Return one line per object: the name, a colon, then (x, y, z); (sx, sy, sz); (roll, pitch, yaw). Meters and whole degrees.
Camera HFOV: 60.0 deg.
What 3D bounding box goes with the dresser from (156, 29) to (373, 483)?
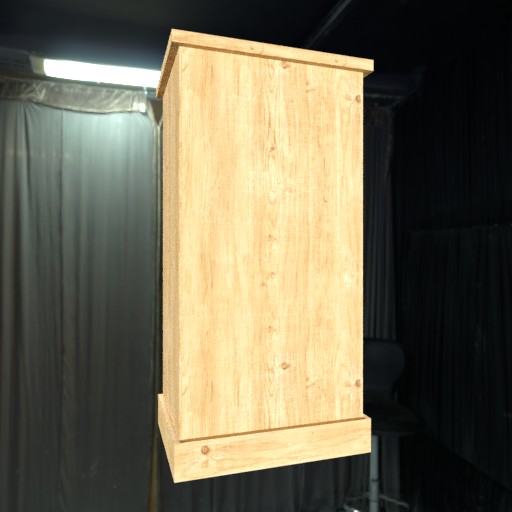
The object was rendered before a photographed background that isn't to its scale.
dresser: (0.000, 0.000, 1.283); (0.531, 1.041, 0.390); (0, 0, -18)
